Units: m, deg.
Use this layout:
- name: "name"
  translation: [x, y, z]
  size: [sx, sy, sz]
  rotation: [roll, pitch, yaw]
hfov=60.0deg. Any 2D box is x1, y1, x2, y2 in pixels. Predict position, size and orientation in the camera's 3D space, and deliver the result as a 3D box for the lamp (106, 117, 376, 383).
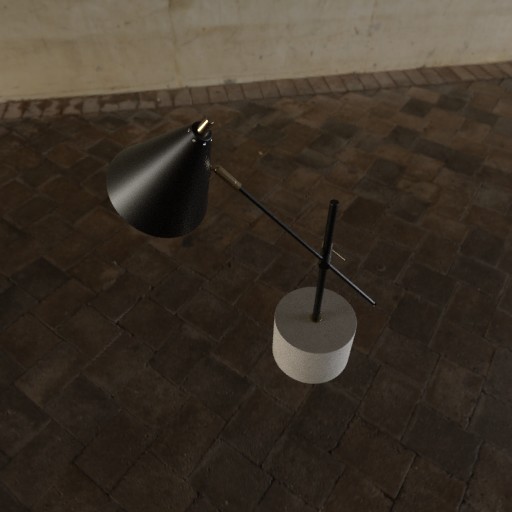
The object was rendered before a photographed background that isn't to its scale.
- name: "lamp"
  translation: [0.000, 0.000, 0.715]
  size: [0.403, 0.518, 0.214]
  rotation: [17, 49, 15]
